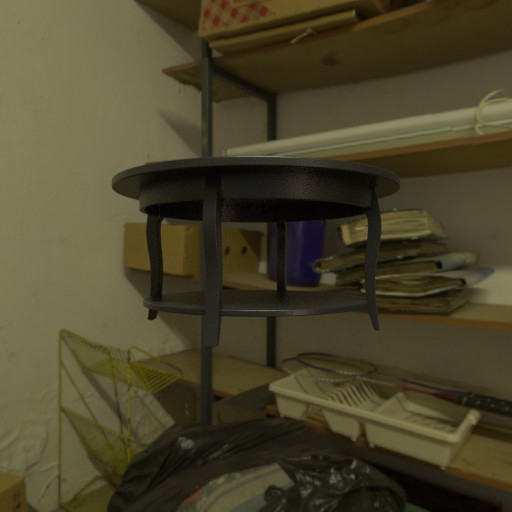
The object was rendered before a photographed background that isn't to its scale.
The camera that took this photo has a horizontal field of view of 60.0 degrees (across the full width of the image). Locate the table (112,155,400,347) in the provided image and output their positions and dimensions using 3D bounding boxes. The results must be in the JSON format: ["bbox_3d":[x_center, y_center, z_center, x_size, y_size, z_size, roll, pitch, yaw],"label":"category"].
[{"bbox_3d":[0.000,0.000,1.475,0.914,0.457,0.914,0,0,0],"label":"table"}]
